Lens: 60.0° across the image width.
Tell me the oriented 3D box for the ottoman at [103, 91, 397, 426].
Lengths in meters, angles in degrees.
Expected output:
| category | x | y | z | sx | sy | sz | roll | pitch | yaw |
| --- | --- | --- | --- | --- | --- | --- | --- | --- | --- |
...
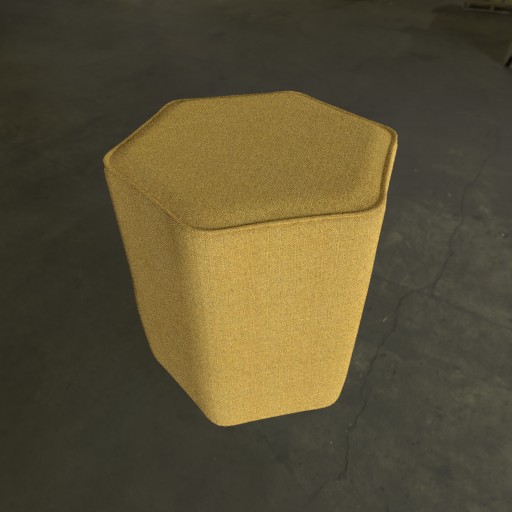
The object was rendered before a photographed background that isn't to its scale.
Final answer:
| category | x | y | z | sx | sy | sz | roll | pitch | yaw |
| --- | --- | --- | --- | --- | --- | --- | --- | --- | --- |
| ottoman | 0.000 | 0.000 | 0.878 | 0.443 | 0.502 | 0.494 | 12 | 43 | 14 |
